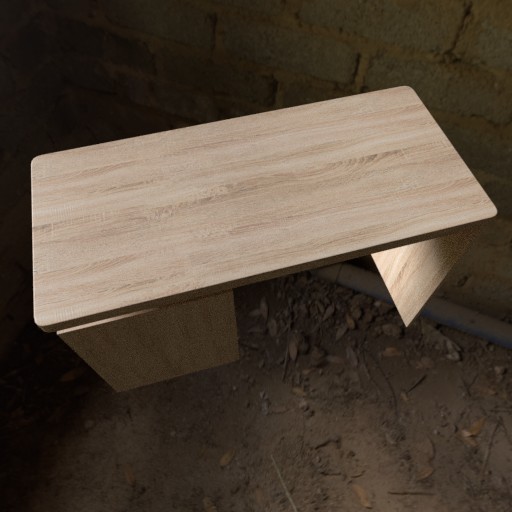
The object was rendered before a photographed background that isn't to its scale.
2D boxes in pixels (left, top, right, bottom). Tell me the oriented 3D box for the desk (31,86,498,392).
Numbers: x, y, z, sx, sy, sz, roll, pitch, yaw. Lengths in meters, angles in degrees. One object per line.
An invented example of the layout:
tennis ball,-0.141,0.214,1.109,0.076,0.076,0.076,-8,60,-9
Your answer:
desk,0.000,0.000,1.553,1.200,0.760,0.550,-13,60,-8
